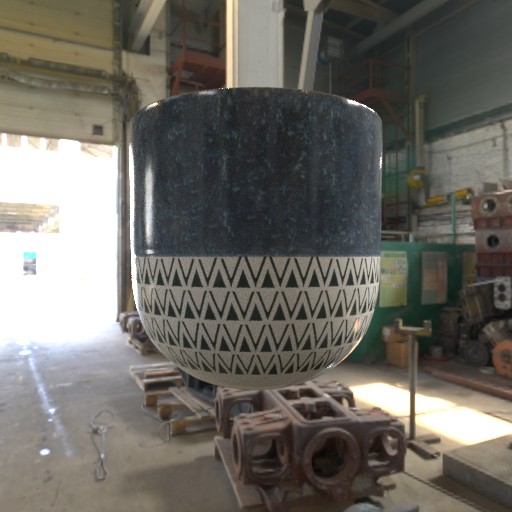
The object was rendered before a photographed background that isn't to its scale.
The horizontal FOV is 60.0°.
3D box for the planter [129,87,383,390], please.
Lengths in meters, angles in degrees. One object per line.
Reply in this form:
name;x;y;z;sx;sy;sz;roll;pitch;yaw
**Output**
planter;0.000;0.000;0.485;0.266;0.270;0.266;0;0;0
